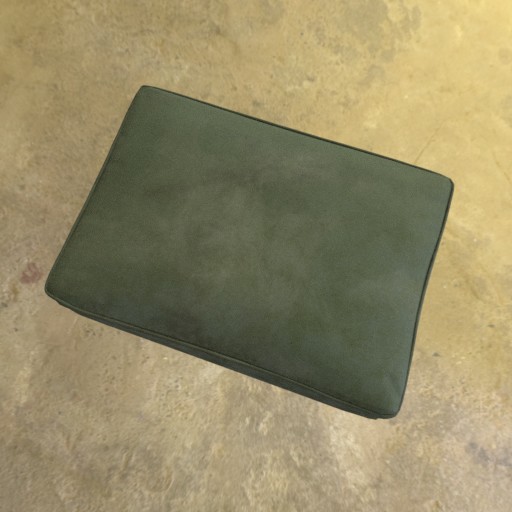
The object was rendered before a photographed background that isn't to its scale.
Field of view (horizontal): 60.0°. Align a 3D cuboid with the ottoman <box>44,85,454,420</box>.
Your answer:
[{"bbox_3d":[0.000,0.000,1.247,0.864,0.495,0.632,18,76,5],"label":"ottoman"}]
